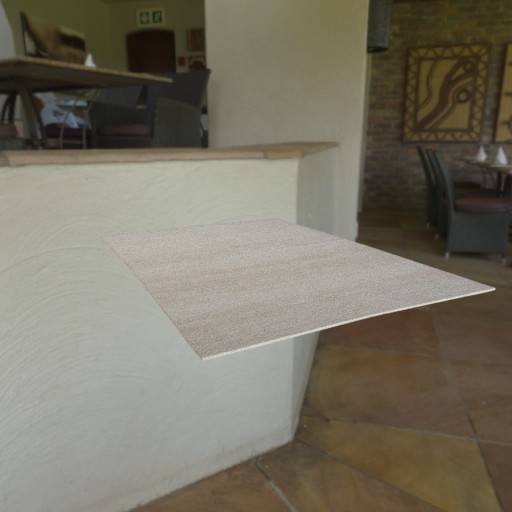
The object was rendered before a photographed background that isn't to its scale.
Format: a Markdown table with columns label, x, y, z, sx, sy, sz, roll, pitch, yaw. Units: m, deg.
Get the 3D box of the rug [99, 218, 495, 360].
| label | x | y | z | sx | sy | sz | roll | pitch | yaw |
| --- | --- | --- | --- | --- | --- | --- | --- | --- | --- |
| rug | 0.000 | 0.000 | 3.635 | 2.032 | 0.038 | 2.869 | -8 | 17 | -26 |
